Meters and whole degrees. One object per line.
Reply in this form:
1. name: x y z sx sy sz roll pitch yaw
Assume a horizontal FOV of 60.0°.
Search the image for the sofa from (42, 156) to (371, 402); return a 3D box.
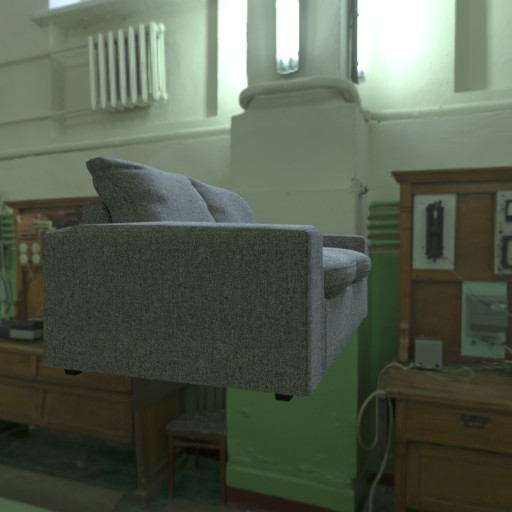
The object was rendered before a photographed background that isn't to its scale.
1. sofa: 0.000 0.000 2.314 1.094 0.877 1.758 0 1 20
